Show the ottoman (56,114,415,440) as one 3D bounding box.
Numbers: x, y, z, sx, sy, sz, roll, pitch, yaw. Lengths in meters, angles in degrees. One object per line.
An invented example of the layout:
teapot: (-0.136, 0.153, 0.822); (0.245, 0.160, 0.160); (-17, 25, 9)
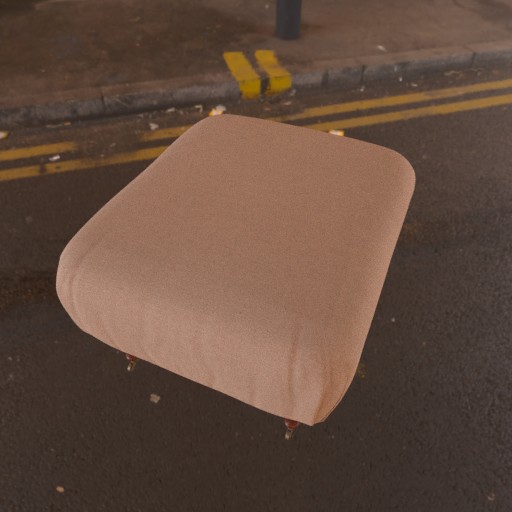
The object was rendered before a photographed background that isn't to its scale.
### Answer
ottoman: (0.000, 0.000, 1.128); (0.639, 0.450, 0.746); (17, 47, 17)
